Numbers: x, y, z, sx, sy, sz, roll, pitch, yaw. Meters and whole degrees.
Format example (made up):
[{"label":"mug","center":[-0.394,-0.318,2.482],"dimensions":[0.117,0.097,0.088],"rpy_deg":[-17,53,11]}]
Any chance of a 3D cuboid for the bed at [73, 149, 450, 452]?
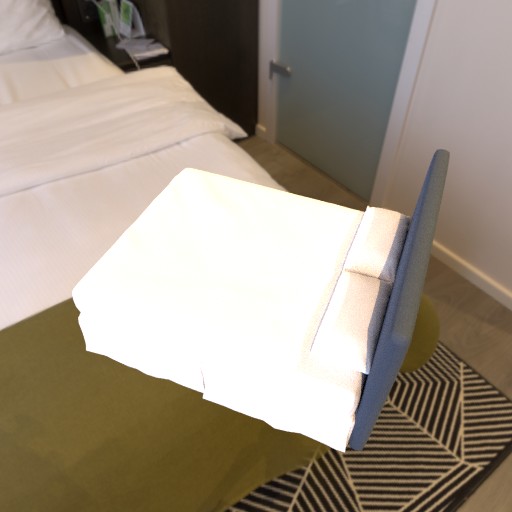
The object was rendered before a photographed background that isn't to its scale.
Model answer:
[{"label":"bed","center":[0.000,0.000,3.180],"dimensions":[2.162,1.330,1.713],"rpy_deg":[17,48,16]}]
